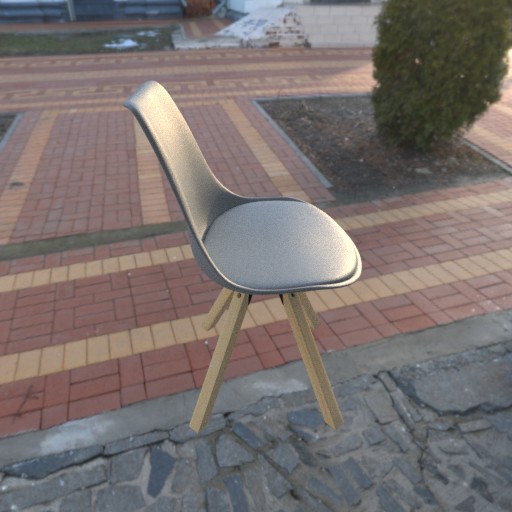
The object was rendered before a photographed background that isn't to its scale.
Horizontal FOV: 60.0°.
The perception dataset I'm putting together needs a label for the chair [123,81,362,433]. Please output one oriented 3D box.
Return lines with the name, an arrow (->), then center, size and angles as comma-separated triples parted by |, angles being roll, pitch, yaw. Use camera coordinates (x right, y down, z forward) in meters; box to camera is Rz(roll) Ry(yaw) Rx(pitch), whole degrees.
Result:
chair -> 0.000, 0.000, 1.186 | 0.549, 0.850, 0.485 | -1, 32, -1
